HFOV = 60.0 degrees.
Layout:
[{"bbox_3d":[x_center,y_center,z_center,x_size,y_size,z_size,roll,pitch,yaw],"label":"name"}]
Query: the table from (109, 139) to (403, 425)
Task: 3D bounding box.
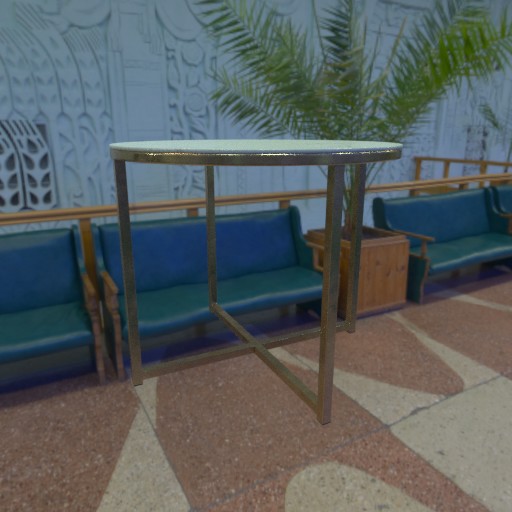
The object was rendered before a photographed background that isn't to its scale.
[{"bbox_3d":[0.000,0.000,0.850,0.500,0.420,0.500,0,16,0],"label":"table"}]
